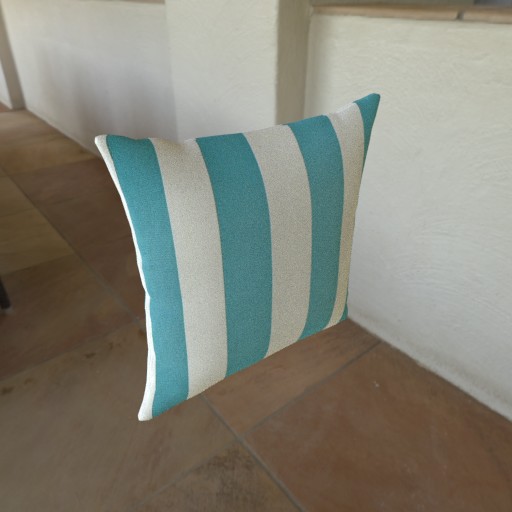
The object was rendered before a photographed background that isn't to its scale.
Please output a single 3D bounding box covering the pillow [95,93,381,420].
[{"bbox_3d":[0.000,0.000,0.821,0.536,0.526,0.189,-20,36,-30],"label":"pillow"}]
